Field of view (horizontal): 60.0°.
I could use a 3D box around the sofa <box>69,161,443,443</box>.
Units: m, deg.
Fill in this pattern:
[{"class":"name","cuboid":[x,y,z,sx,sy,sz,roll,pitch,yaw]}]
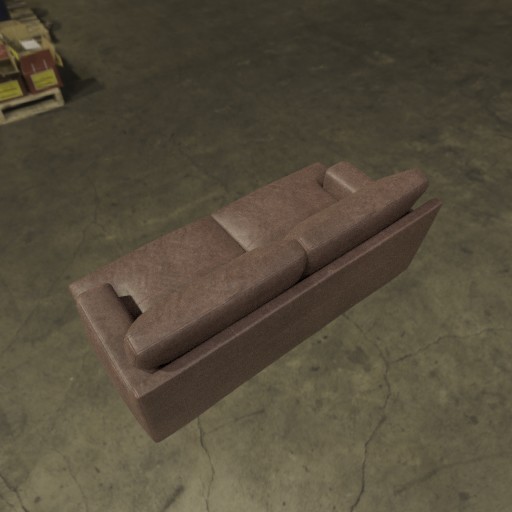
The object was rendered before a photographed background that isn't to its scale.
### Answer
[{"class":"sofa","cuboid":[0.000,0.000,2.907,2.261,0.941,1.143,-30,54,-24]}]
